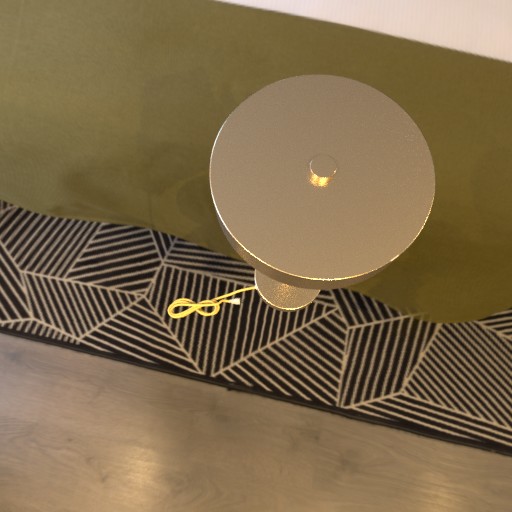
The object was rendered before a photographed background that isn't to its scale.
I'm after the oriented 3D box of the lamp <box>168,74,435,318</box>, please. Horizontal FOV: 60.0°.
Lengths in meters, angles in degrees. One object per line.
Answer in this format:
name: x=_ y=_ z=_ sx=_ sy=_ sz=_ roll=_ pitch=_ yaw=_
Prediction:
lamp: x=0.000 y=0.000 z=0.679 sx=0.369 sy=0.508 sz=0.229 roll=-17 pitch=75 yaw=-5
